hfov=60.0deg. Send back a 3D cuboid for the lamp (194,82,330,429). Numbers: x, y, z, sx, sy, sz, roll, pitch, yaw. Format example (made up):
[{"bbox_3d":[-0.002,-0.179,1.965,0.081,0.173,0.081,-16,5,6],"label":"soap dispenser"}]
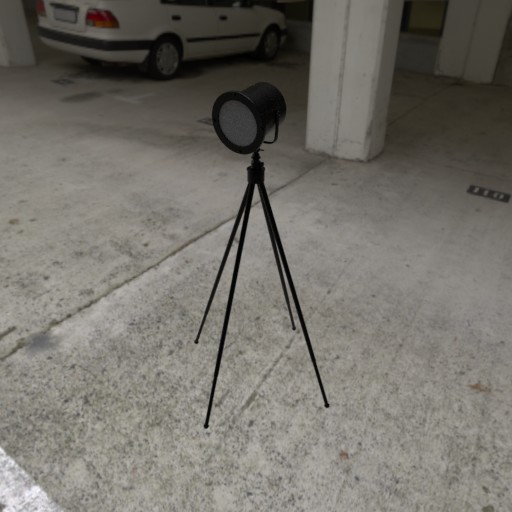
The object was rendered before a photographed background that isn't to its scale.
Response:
[{"bbox_3d":[0.000,0.000,2.053,0.879,1.504,0.884,19,36,28],"label":"lamp"}]
